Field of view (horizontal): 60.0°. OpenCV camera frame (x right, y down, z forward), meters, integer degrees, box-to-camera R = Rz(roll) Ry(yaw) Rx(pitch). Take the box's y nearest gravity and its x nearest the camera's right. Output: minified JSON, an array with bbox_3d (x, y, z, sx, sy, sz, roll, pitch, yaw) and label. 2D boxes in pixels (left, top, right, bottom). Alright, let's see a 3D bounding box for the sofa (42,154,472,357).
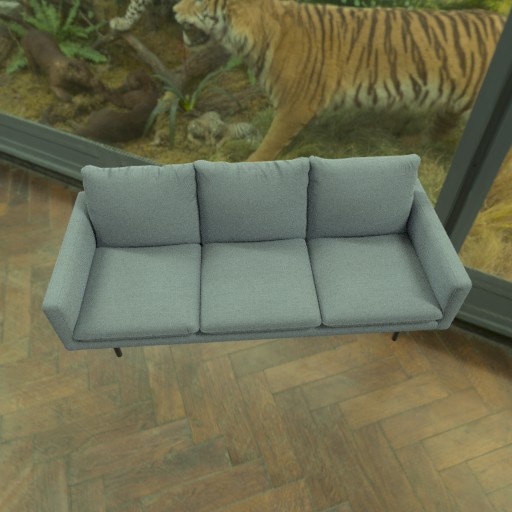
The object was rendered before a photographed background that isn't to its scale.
[{"bbox_3d":[0.000,0.000,2.417,2.000,0.830,0.850,-3,47,-3],"label":"sofa"}]
